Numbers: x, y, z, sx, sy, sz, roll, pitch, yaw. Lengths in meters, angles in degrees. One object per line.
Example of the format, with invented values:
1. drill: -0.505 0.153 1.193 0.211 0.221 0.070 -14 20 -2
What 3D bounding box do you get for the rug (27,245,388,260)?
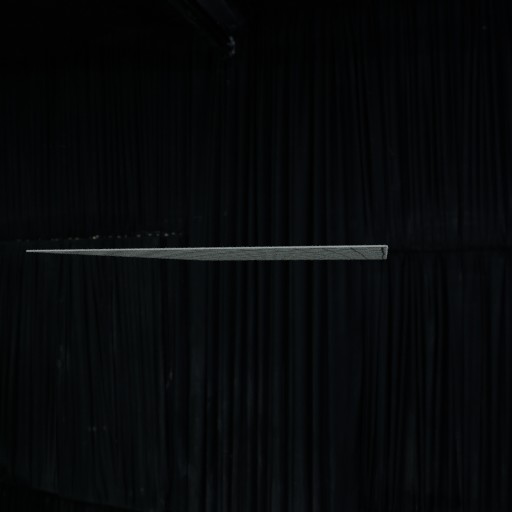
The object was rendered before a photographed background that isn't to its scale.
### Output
1. rug: 0.000 0.000 4.120 2.330 0.010 3.061 0 -2 16
